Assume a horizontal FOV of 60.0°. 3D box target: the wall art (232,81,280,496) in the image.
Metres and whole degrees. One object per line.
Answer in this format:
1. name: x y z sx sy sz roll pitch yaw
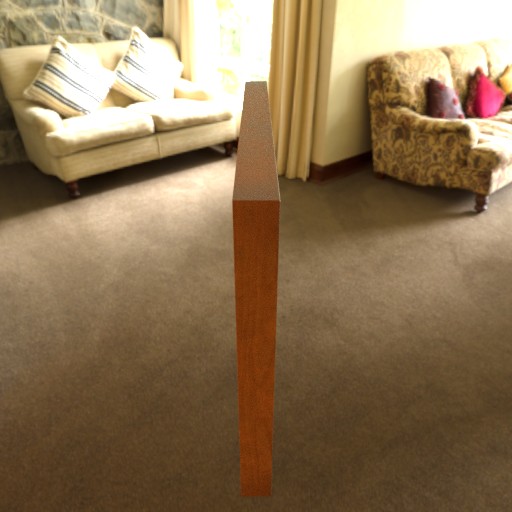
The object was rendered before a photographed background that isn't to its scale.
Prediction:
1. wall art: 0.000 0.000 0.536 0.030 0.328 0.401 0 32 0
